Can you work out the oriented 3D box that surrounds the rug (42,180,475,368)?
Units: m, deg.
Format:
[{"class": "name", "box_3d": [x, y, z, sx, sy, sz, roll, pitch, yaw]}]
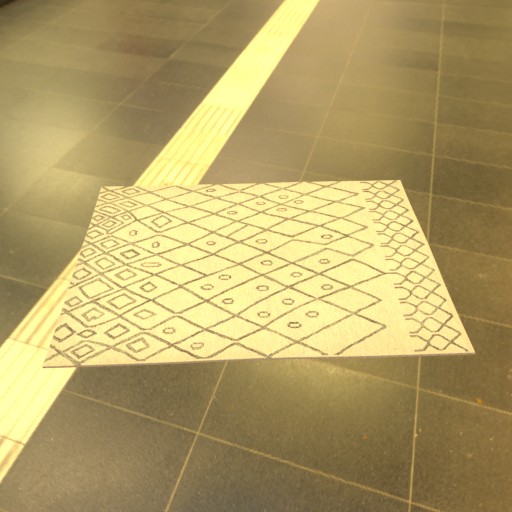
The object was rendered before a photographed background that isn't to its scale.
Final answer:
[{"class": "rug", "box_3d": [0.000, 0.000, 2.286, 1.828, 0.015, 1.222, -2, 46, -1]}]
